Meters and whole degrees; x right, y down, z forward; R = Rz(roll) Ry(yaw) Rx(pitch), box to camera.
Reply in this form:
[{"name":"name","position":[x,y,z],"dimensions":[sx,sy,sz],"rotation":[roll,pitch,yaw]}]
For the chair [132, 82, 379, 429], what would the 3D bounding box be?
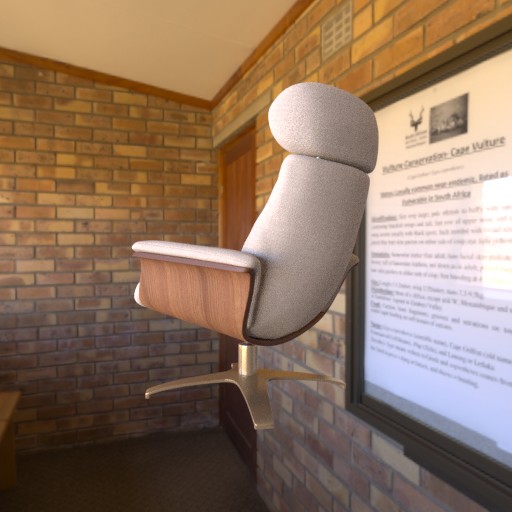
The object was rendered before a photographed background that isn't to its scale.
[{"name":"chair","position":[0.000,0.000,1.603],"dimensions":[0.837,0.995,0.785],"rotation":[1,1,37]}]
